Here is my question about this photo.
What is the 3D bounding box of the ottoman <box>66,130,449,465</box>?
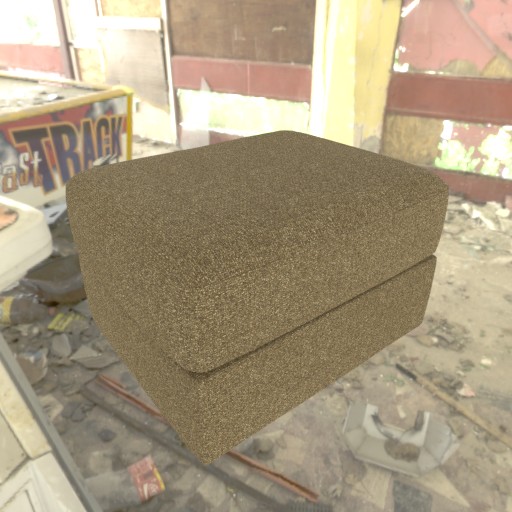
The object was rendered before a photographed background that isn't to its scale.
[{"bbox_3d":[0.000,0.000,1.115,0.742,0.476,0.598,-21,36,-32],"label":"ottoman"}]
